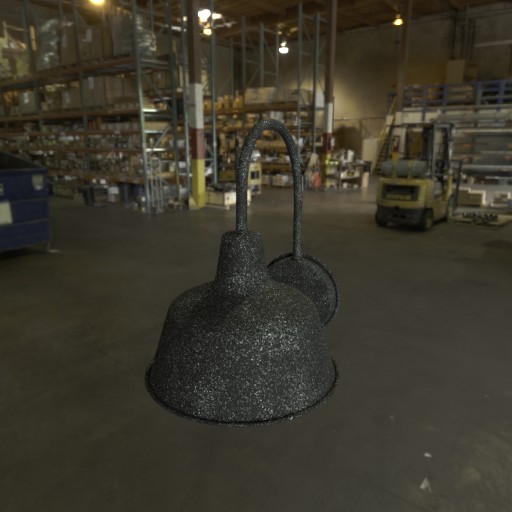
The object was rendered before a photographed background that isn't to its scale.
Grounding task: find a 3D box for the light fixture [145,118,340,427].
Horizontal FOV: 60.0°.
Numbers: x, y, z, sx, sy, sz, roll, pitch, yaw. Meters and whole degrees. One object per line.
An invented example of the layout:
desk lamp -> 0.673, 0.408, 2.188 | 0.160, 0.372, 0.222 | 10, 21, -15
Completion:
light fixture -> 0.000, 0.000, 0.500 | 0.216, 0.300, 0.283 | 7, 16, 25
